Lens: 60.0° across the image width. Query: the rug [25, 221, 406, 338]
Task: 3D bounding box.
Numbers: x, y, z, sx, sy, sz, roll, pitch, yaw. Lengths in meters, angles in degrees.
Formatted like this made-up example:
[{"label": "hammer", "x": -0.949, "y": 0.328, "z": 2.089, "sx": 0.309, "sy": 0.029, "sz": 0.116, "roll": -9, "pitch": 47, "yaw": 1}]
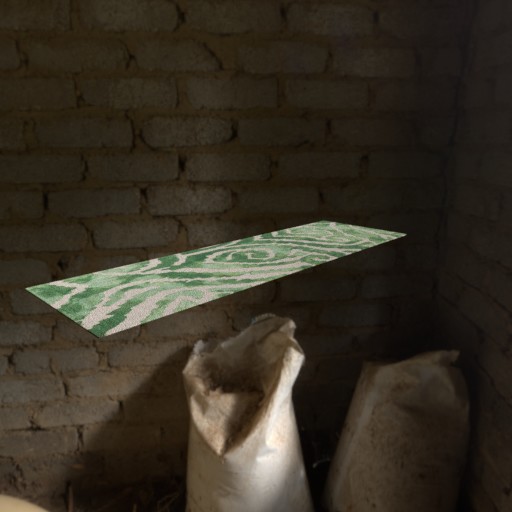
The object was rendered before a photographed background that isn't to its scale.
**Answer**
[{"label": "rug", "x": 0.000, "y": 0.000, "z": 2.738, "sx": 0.761, "sy": 0.006, "sz": 2.438, "roll": 15, "pitch": 21, "yaw": 43}]
